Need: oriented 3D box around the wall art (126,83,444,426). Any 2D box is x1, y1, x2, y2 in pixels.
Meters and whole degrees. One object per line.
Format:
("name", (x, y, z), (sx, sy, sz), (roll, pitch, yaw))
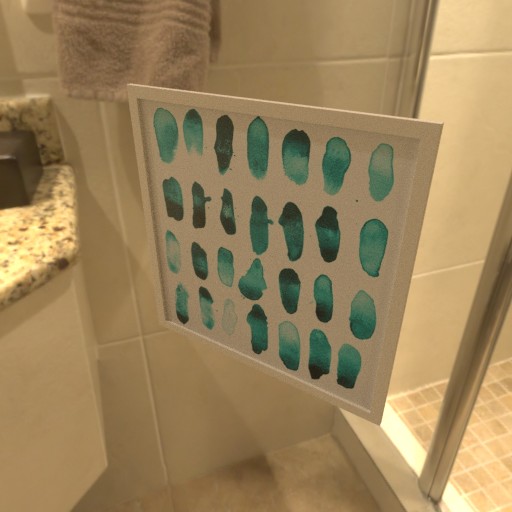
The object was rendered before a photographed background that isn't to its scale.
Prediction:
("wall art", (0.000, 0.000, 0.676), (0.456, 0.457, 0.009), (18, 34, 28))
